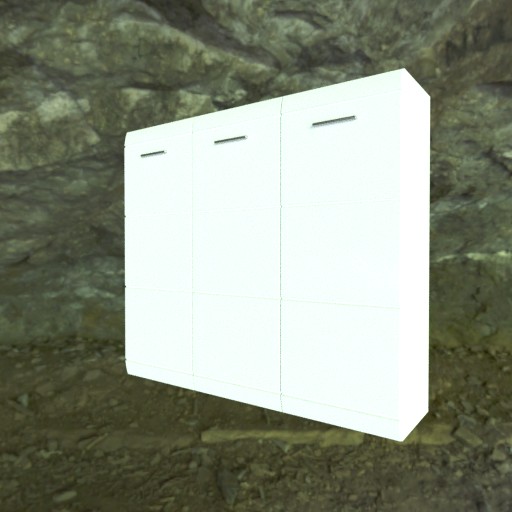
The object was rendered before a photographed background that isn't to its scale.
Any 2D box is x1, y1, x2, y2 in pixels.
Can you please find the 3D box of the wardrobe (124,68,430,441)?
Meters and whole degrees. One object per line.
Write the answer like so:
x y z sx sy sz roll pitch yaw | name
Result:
0.000 0.000 1.907 1.340 1.200 0.360 1 1 35 | wardrobe
